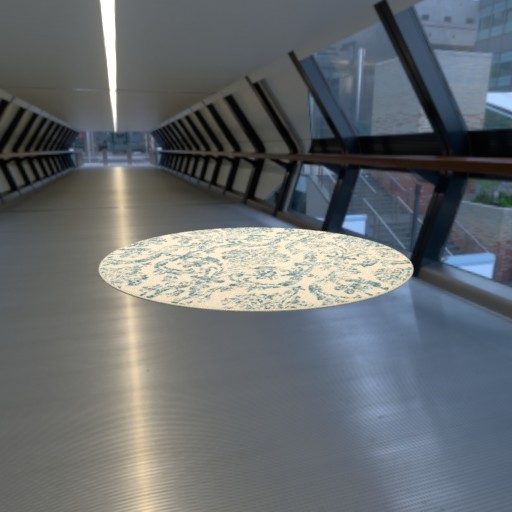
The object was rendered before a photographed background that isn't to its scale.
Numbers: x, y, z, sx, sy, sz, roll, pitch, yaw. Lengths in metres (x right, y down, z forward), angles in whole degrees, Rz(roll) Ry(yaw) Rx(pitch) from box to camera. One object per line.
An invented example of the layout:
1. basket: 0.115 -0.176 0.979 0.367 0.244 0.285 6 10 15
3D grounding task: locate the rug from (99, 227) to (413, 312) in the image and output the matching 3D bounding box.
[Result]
1. rug: 0.000 0.000 2.370 1.593 0.012 1.593 0 14 0
